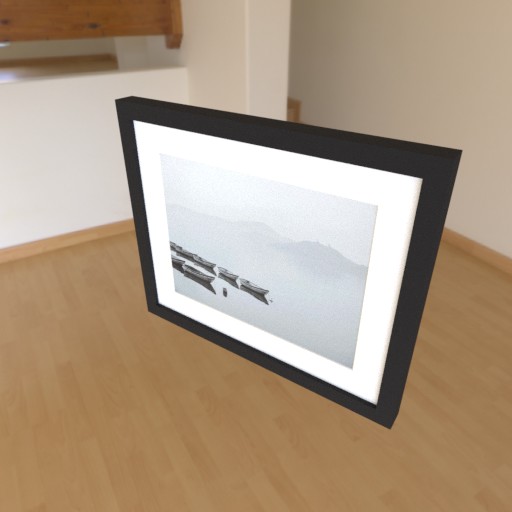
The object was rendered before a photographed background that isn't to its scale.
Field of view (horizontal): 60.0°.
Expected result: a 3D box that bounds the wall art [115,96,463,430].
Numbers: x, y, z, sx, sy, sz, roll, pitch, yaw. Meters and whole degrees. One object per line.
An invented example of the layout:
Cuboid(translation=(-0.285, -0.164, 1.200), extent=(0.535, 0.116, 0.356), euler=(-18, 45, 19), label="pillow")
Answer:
Cuboid(translation=(0.000, 0.000, 0.538), extent=(0.397, 0.325, 0.028), euler=(19, 36, 29), label="wall art")
